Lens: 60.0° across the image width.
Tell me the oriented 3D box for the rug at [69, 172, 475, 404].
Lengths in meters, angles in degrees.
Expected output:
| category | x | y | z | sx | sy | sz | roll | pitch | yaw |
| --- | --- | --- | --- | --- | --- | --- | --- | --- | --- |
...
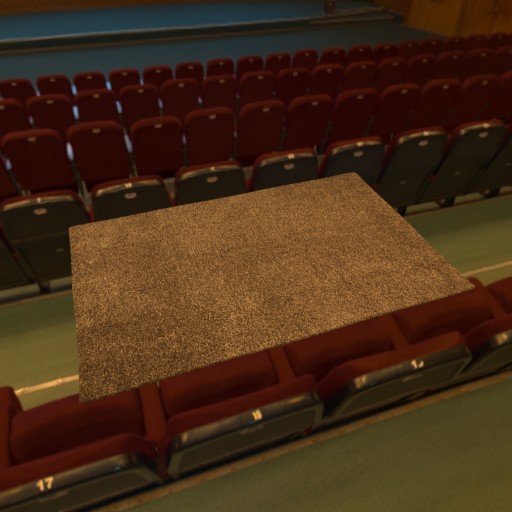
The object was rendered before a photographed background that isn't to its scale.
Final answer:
| category | x | y | z | sx | sy | sz | roll | pitch | yaw |
| --- | --- | --- | --- | --- | --- | --- | --- | --- | --- |
| rug | 0.000 | 0.000 | 2.985 | 2.352 | 0.025 | 1.501 | -13 | 42 | -15 |
